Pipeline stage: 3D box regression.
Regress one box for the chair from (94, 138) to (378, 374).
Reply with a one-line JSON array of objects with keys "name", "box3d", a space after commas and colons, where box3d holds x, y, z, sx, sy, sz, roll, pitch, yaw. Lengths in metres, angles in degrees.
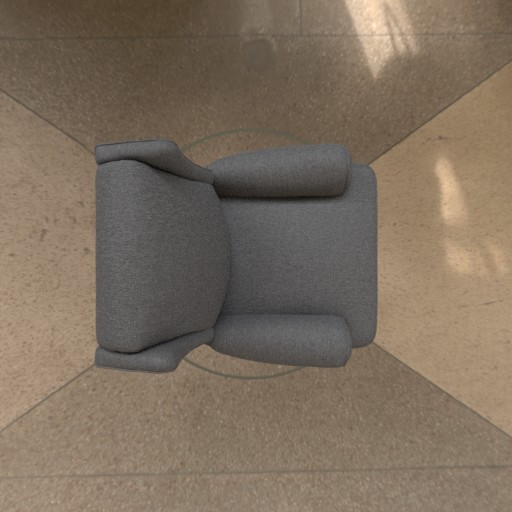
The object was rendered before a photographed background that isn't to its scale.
[{"name": "chair", "box3d": [0.000, 0.000, 1.732, 0.969, 1.011, 0.847, 0, 90, -1]}]
